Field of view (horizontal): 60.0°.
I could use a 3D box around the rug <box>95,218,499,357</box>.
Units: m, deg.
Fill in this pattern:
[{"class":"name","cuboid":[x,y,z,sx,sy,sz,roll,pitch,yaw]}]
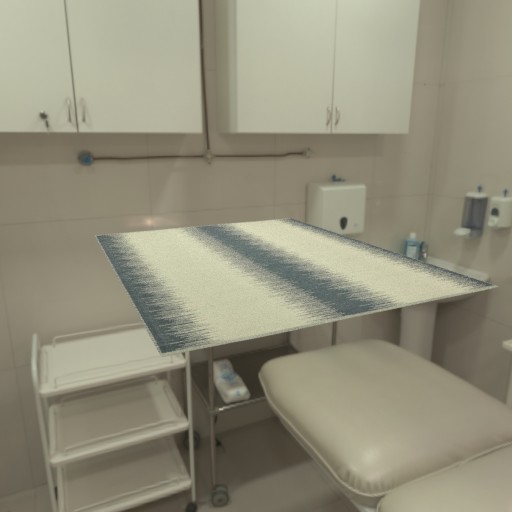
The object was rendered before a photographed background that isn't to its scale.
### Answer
[{"class":"rug","cuboid":[0.000,0.000,3.999,2.453,0.004,3.037,-7,17,-24]}]
